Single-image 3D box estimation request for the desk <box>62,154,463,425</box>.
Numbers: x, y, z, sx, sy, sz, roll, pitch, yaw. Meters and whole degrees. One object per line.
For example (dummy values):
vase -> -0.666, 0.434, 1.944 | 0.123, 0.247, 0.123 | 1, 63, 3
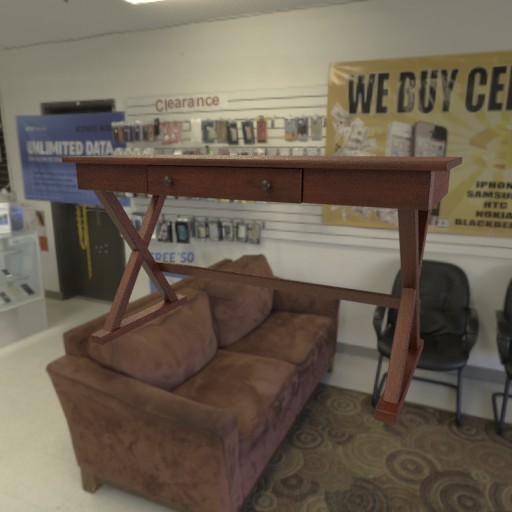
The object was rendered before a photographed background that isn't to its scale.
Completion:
desk -> 0.000, 0.000, 1.741 | 1.372, 0.761, 0.600 | 7, 15, 27
